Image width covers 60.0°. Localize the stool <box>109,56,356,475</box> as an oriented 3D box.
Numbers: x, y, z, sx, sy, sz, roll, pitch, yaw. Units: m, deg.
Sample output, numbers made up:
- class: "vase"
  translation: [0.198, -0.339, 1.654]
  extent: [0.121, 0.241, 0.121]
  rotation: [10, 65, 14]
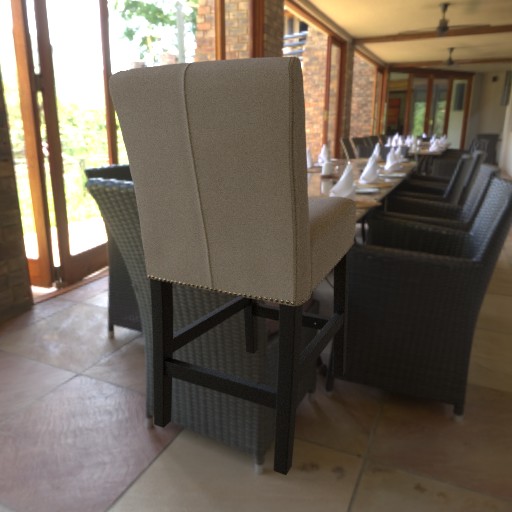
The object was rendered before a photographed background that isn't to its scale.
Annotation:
- class: "stool"
  translation: [0.000, 0.000, 1.170]
  extent: [0.427, 0.885, 0.571]
  rotation: [8, 18, 27]
